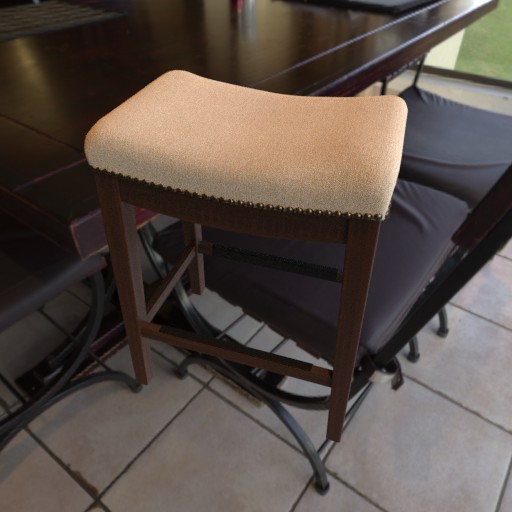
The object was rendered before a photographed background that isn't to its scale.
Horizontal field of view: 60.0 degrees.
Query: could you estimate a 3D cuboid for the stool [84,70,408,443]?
[{"bbox_3d":[0.000,0.000,0.963,0.509,0.669,0.363,12,41,14],"label":"stool"}]
